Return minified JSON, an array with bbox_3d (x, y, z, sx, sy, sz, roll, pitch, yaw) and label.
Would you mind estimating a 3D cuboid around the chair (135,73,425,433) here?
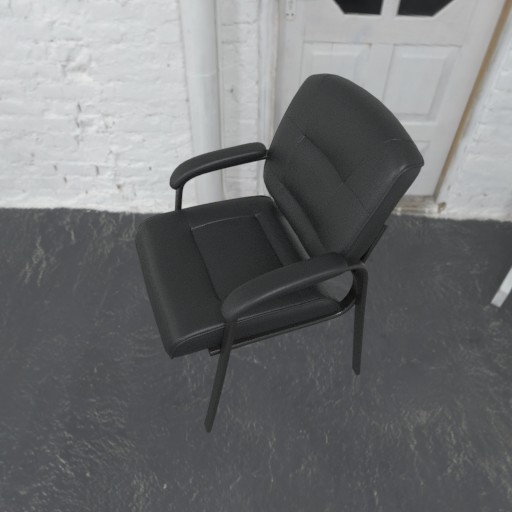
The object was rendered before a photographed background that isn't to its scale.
[{"bbox_3d":[0.000,0.000,1.335,0.668,0.910,0.591,-16,49,-14],"label":"chair"}]
